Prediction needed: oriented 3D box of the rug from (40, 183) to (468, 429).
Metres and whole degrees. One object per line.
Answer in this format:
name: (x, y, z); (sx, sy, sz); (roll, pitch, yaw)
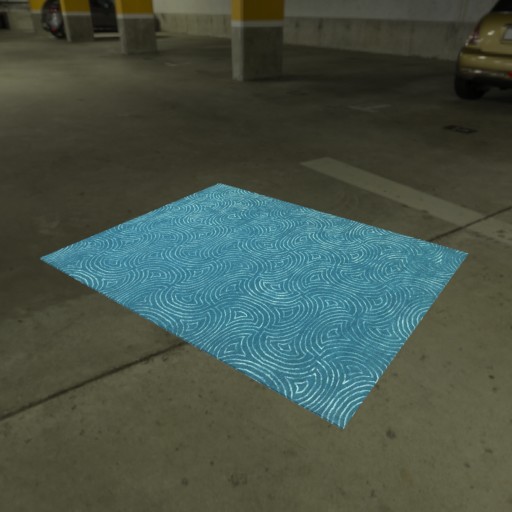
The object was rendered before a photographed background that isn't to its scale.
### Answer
rug: (0.000, 0.000, 4.020); (3.033, 0.012, 2.432); (21, 35, 32)
